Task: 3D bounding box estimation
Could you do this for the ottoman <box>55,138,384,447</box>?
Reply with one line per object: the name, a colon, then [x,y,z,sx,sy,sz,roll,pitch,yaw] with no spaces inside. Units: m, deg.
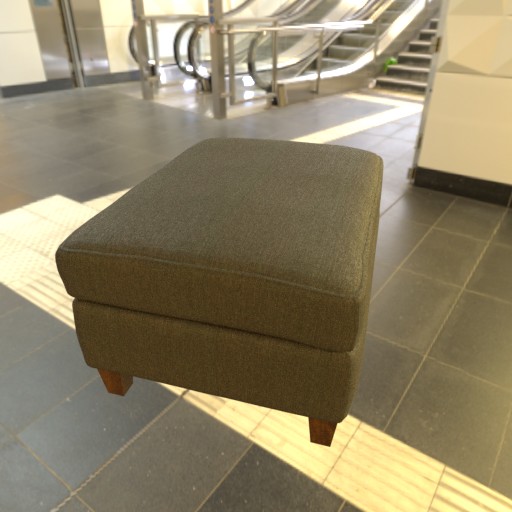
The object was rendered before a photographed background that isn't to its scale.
ottoman: [0.000,0.000,1.233,0.639,0.496,0.826,8,32,14]
